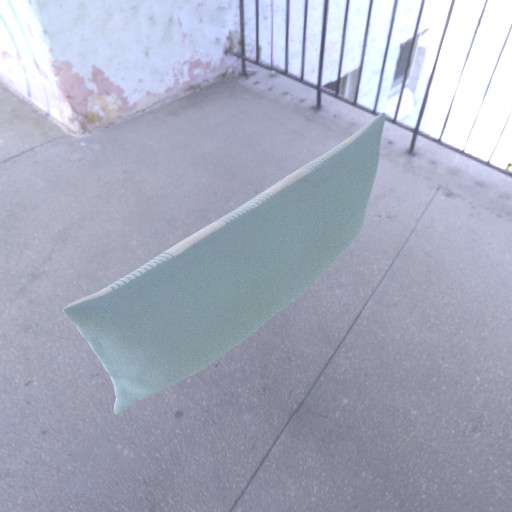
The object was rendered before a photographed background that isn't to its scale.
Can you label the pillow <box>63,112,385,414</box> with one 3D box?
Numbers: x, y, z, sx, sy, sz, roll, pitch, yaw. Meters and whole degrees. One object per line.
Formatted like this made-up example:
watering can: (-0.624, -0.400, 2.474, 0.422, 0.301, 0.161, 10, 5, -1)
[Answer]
pillow: (0.000, 0.000, 0.735, 0.610, 0.287, 0.151, -35, 56, -28)
